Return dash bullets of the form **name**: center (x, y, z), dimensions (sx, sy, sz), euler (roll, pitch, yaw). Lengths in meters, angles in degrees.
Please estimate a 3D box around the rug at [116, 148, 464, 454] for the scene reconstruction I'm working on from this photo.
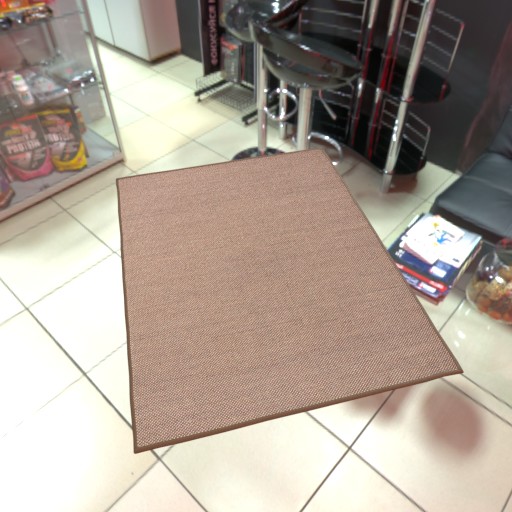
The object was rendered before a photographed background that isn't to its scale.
- **rug**: center (0.000, 0.000, 4.074), dimensions (2.413, 0.020, 3.041), euler (-11, 48, -10)
